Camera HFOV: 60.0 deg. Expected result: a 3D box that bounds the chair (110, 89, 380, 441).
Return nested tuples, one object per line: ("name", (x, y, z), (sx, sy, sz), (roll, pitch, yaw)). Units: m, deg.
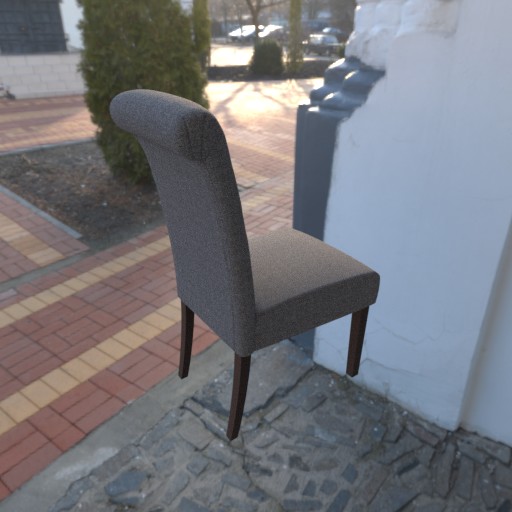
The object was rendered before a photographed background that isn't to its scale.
("chair", (0.000, 0.000, 1.390), (0.671, 1.006, 0.456), (-18, 32, -31))
